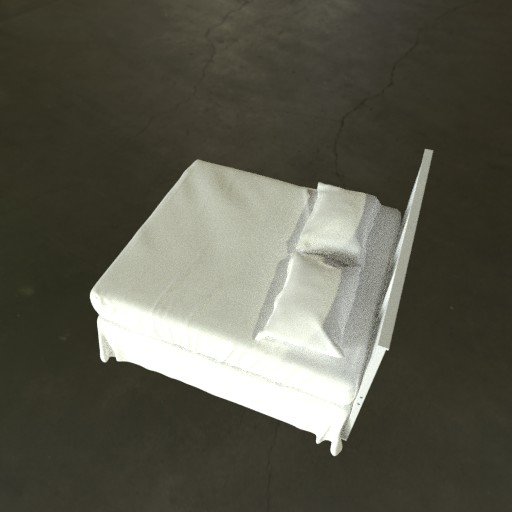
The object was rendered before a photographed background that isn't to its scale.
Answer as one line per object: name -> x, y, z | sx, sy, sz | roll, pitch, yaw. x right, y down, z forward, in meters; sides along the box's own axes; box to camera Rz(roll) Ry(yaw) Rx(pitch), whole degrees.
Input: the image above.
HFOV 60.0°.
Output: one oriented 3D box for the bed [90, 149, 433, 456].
bed -> 0.000, 0.000, 3.244 | 2.047, 1.269, 1.876 | 17, 51, 14
